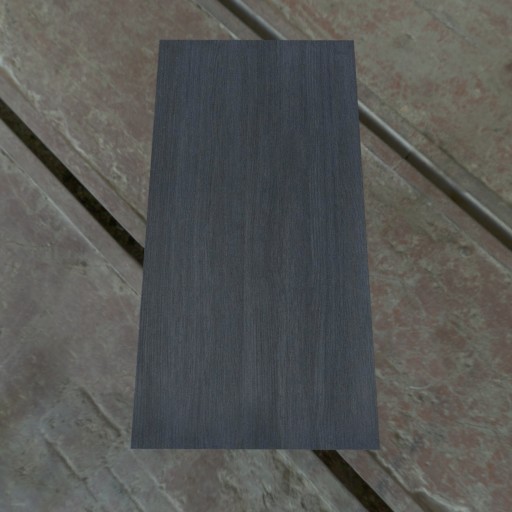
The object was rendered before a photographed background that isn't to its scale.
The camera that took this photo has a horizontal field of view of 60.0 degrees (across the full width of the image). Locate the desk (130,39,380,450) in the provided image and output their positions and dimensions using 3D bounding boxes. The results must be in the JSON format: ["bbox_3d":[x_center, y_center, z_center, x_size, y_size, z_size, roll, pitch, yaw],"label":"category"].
[{"bbox_3d":[0.000,0.000,1.487,0.560,0.730,1.096,0,75,0],"label":"desk"}]
